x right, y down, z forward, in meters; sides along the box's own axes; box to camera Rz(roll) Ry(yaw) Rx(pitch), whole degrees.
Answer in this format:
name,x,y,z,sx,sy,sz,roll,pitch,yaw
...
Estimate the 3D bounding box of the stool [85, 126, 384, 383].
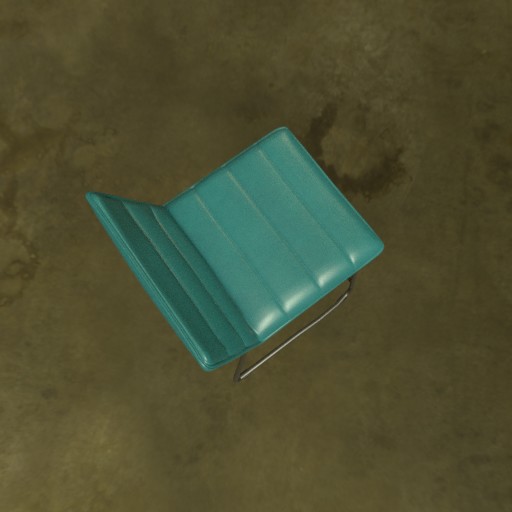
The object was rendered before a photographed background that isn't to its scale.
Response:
name,x,y,z,sx,sy,sz,roll,pitch,yaw
stool,0.000,0.000,1.197,0.524,0.866,0.489,-36,79,-8
